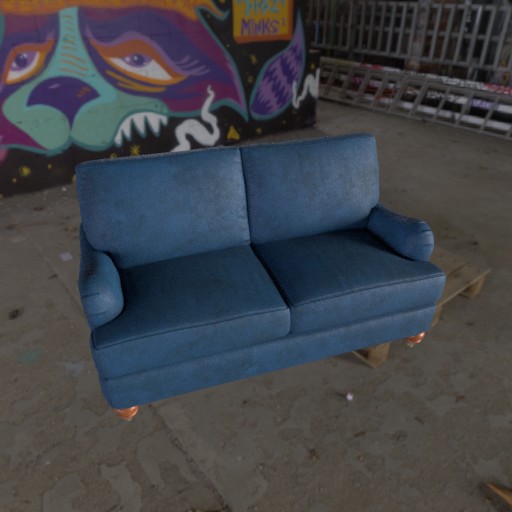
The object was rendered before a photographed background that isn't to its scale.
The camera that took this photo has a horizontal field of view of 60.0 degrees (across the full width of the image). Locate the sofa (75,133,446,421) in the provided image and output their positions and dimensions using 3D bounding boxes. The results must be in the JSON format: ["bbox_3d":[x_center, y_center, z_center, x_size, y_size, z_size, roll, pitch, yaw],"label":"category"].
[{"bbox_3d":[0.000,0.000,2.505,1.853,1.101,1.084,-10,32,-16],"label":"sofa"}]
